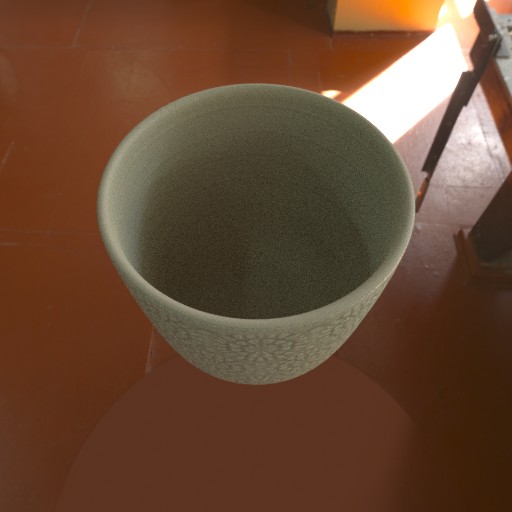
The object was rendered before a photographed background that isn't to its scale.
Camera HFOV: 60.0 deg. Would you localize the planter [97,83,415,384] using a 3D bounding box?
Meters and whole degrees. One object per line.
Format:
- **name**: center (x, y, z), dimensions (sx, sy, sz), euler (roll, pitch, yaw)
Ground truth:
- **planter**: center (0.000, 0.000, 0.220), dimensions (0.124, 0.109, 0.124), euler (0, 58, 0)
